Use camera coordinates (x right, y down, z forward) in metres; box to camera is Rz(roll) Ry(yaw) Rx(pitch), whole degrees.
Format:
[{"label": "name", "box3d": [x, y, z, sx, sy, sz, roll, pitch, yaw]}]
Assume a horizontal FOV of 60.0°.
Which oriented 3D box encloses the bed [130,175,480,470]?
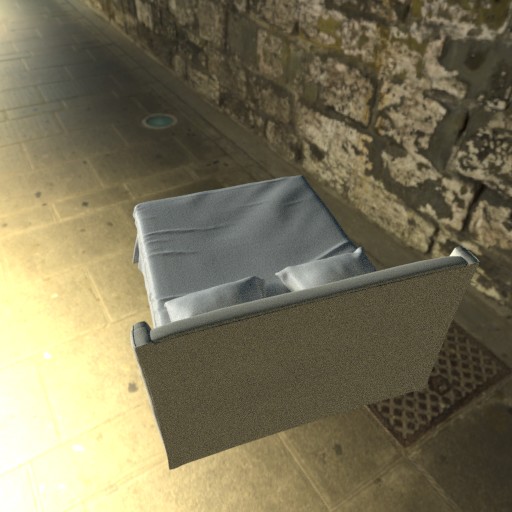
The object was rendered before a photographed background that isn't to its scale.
[{"label": "bed", "box3d": [0.000, 0.000, 3.459, 1.925, 1.332, 2.276, -12, 43, -13]}]
